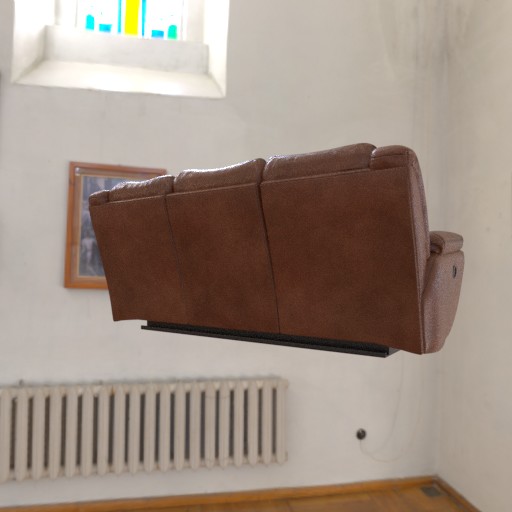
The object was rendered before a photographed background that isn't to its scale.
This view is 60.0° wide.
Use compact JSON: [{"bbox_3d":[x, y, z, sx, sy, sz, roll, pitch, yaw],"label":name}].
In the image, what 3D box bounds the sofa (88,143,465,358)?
[{"bbox_3d":[0.000,0.000,2.864,2.337,1.043,0.991,-1,-2,35],"label":"sofa"}]
